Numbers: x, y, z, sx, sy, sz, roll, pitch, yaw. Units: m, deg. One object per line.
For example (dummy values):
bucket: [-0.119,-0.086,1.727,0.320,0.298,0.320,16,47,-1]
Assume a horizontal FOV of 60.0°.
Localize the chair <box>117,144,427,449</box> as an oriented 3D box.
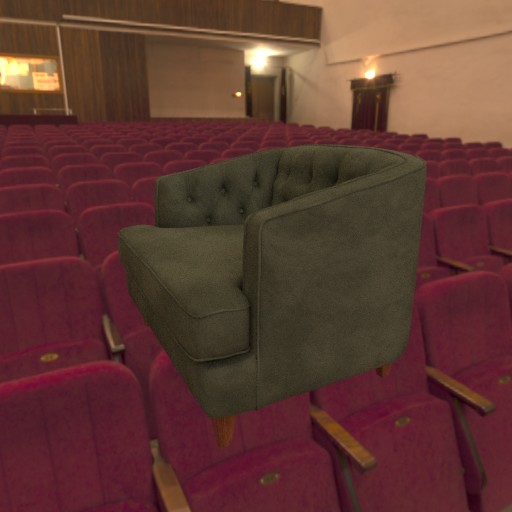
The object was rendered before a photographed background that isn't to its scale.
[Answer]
chair: [0.000,0.000,1.794,0.941,0.852,1.104,-8,18,-26]
